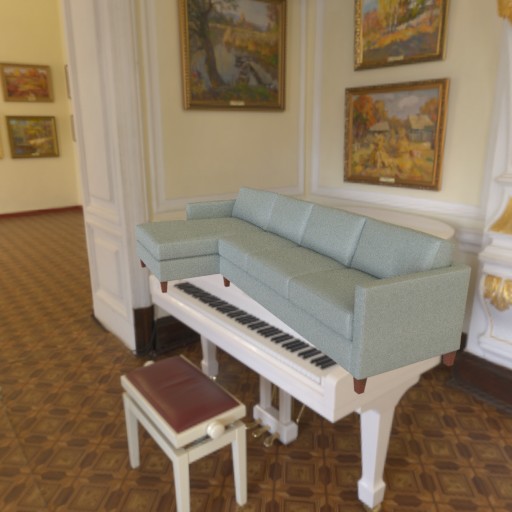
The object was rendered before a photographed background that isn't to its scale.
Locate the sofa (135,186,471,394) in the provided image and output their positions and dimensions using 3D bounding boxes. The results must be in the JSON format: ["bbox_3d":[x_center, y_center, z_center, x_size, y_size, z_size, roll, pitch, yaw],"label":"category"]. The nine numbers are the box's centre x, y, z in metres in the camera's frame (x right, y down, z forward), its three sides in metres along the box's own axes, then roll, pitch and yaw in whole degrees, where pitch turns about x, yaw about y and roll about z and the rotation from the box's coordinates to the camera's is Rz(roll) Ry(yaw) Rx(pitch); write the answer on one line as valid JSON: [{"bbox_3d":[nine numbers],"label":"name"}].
[{"bbox_3d":[0.000,0.000,4.202,1.600,0.953,3.470,-8,18,-25],"label":"sofa"}]
